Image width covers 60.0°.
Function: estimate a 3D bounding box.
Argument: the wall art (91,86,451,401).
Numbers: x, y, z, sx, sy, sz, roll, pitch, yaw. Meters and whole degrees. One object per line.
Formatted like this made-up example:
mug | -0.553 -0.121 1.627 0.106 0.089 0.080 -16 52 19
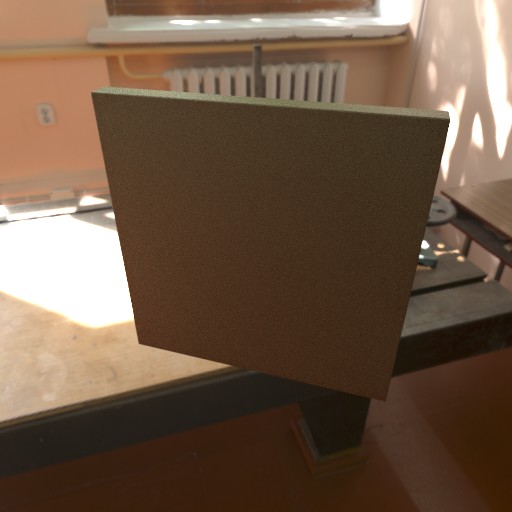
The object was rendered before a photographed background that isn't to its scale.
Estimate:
wall art | 0.000 0.000 0.746 0.503 0.506 0.040 9 33 15
